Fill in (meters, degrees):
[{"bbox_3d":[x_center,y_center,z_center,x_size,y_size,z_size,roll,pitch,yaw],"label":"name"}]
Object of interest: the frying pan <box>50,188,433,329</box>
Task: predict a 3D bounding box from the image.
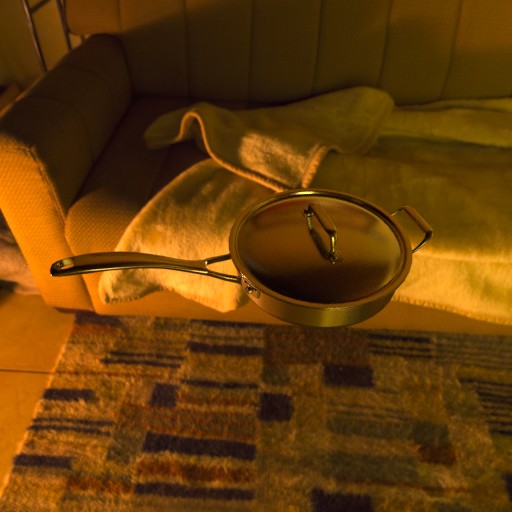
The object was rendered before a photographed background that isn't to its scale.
[{"bbox_3d":[0.000,0.000,0.667,0.561,0.114,0.280,-11,44,-12],"label":"frying pan"}]
